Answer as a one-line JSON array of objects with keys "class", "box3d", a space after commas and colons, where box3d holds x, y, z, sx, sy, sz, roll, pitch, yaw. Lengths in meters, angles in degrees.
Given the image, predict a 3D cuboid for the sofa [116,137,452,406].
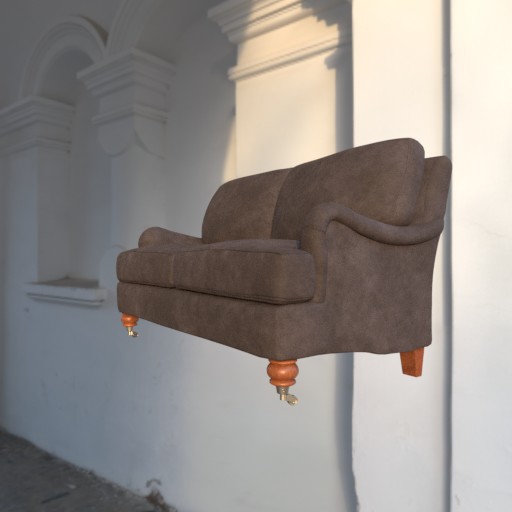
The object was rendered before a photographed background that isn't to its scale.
[{"class": "sofa", "box3d": [0.000, 0.000, 2.541, 1.084, 1.101, 1.853, 0, 0, -35]}]
